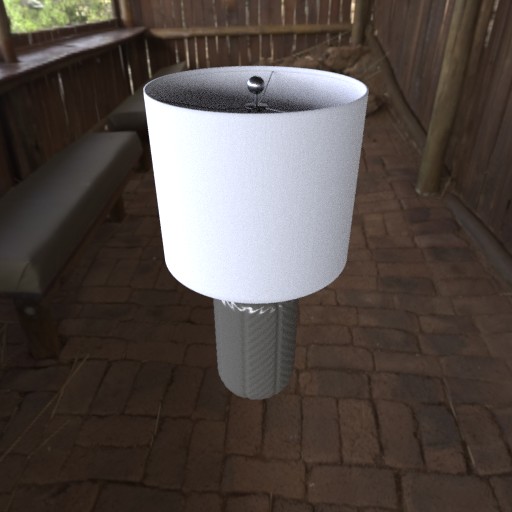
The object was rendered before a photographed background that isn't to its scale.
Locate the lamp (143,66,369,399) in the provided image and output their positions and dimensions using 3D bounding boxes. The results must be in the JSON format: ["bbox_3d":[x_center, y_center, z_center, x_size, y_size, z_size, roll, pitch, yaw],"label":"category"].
[{"bbox_3d":[0.000,0.000,0.508,0.203,0.389,0.203,-11,34,-16],"label":"lamp"}]
